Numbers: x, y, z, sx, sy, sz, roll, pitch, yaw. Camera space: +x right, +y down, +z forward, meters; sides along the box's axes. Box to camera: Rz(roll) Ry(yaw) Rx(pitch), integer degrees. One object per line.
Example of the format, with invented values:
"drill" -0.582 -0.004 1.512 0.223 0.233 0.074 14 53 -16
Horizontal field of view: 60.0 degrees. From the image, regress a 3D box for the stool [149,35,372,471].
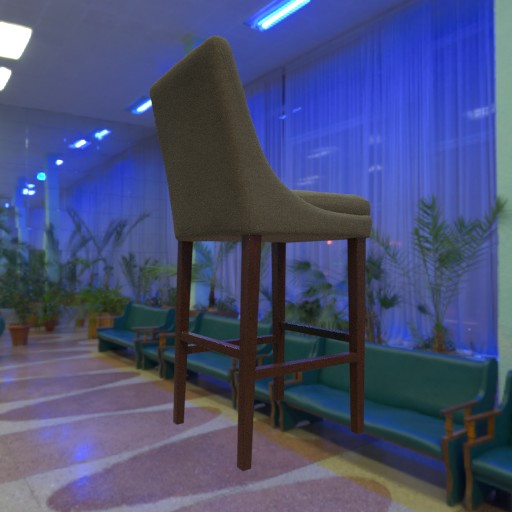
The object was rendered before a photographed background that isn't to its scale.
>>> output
"stool" 0.000 0.000 1.382 0.577 1.078 0.470 1 -1 -35
